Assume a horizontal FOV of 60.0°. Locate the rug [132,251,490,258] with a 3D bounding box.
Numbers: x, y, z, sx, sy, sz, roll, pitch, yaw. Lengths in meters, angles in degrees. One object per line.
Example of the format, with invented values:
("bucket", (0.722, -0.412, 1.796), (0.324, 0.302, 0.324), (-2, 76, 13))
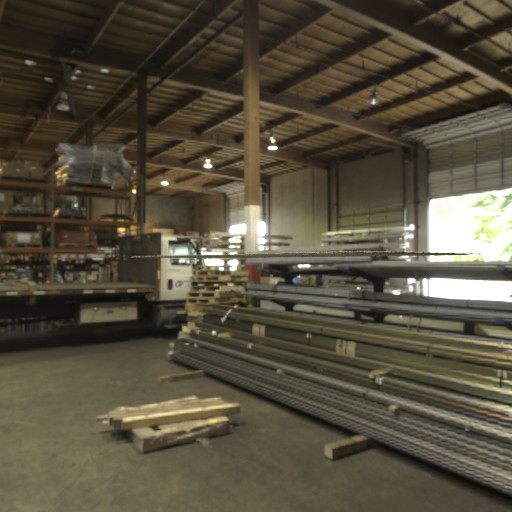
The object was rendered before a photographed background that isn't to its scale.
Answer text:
("rug", (0.000, 0.000, 2.896), (0.762, 0.011, 2.664), (0, -1, -36))
